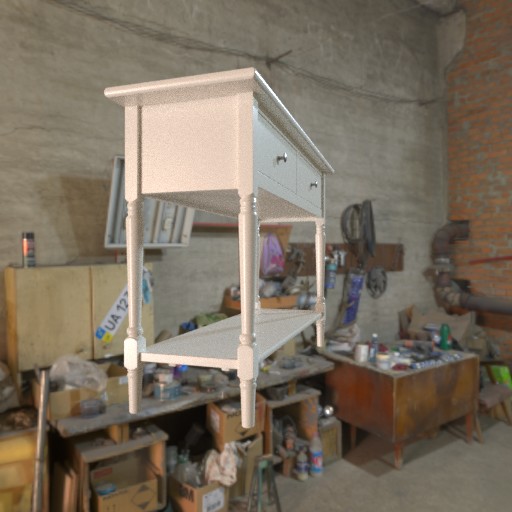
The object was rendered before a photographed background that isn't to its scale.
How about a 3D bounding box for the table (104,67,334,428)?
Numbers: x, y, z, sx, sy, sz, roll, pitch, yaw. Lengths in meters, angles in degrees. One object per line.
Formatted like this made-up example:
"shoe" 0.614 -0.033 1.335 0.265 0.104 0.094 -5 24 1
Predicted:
"table" 0.000 0.000 1.575 0.386 0.814 1.191 0 0 18
